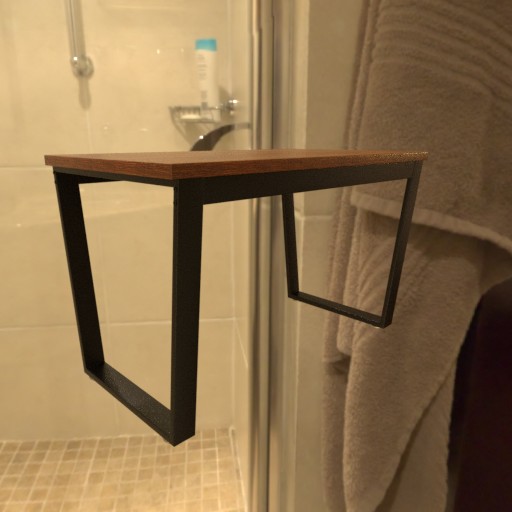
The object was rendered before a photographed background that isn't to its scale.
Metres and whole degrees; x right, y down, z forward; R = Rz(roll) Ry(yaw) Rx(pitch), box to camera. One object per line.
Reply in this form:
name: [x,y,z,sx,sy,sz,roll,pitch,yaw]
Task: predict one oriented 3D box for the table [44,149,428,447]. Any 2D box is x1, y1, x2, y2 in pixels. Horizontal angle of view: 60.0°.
table: [0.000,0.000,1.681,1.205,0.760,0.714,-14,20,-43]
